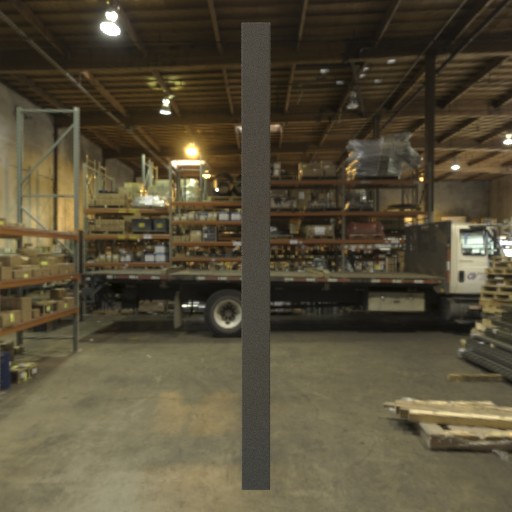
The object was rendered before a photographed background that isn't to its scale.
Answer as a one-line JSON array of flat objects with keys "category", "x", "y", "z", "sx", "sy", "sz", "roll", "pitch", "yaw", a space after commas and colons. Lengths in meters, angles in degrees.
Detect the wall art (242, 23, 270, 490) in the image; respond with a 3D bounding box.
[{"category": "wall art", "x": 0.000, "y": 0.000, "z": 0.783, "sx": 0.038, "sy": 0.611, "sz": 0.408, "roll": 0, "pitch": 1, "yaw": 0}]
